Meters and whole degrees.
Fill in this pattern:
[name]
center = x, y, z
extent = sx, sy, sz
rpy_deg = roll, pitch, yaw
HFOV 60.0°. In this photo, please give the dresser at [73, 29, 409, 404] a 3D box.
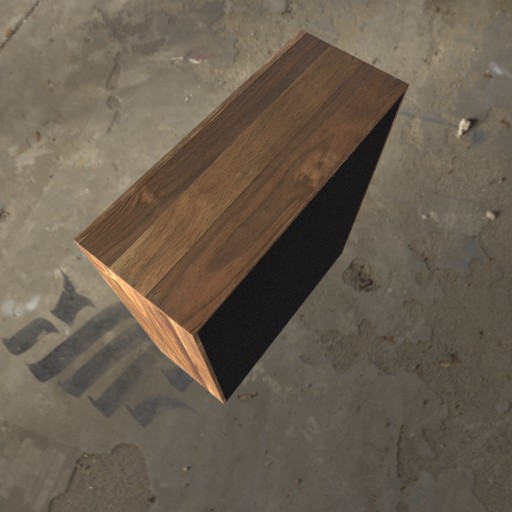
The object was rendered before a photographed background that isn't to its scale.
[dresser]
center = 0.000, 0.000, 1.944
extent = 0.442, 1.393, 1.062
rpy_deg = 35, 69, 16
